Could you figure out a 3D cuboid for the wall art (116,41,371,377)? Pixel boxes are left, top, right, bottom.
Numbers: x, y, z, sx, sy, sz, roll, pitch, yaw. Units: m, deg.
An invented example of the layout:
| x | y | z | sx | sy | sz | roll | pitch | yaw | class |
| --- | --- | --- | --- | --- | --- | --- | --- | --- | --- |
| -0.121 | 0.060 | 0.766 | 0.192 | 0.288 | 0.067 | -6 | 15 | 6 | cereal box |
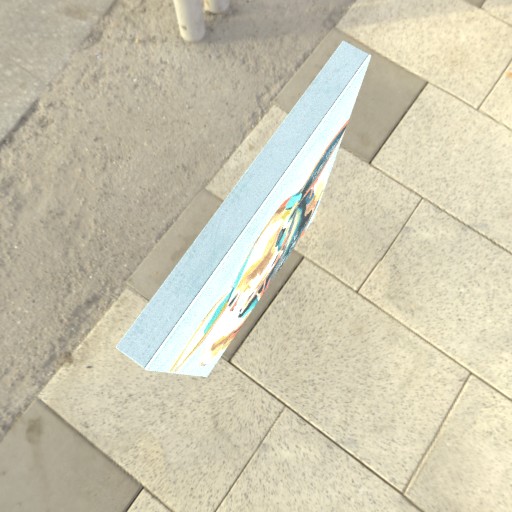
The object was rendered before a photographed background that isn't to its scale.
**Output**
| x | y | z | sx | sy | sz | roll | pitch | yaw | class |
| --- | --- | --- | --- | --- | --- | --- | --- | --- | --- |
| 0.000 | 0.000 | 0.694 | 0.037 | 0.509 | 0.409 | 33 | 77 | 9 | wall art |
